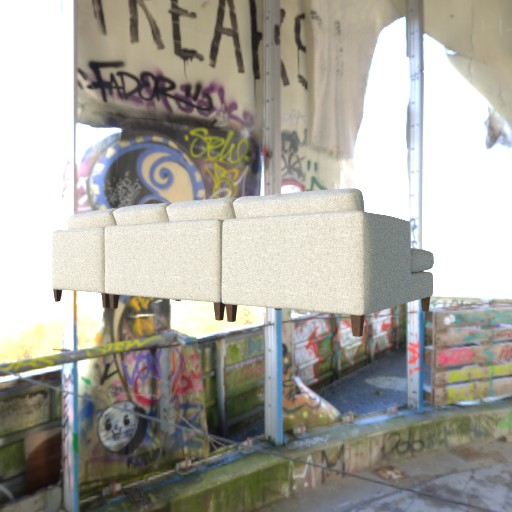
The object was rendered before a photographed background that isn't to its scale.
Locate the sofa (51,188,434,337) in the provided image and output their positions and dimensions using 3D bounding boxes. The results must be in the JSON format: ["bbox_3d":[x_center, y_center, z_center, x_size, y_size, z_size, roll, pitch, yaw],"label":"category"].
[{"bbox_3d":[0.000,0.000,4.624,3.460,0.959,2.593,0,0,36],"label":"sofa"}]
